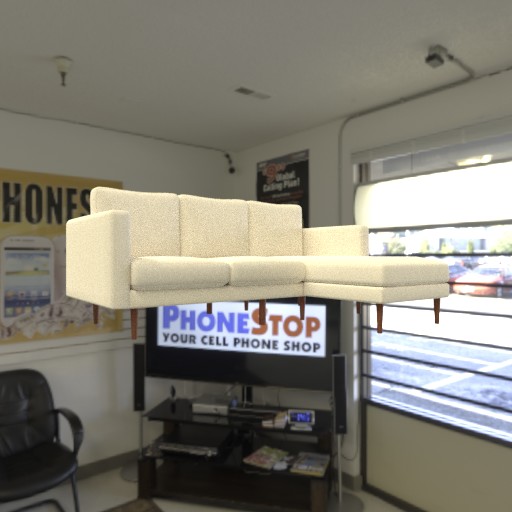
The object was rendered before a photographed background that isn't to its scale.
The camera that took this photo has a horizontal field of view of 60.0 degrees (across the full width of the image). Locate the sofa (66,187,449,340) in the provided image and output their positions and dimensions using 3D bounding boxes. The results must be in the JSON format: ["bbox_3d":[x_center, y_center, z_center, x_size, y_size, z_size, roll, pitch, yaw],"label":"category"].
[{"bbox_3d":[0.000,0.000,2.943,2.029,0.899,1.580,0,0,-36],"label":"sofa"}]
